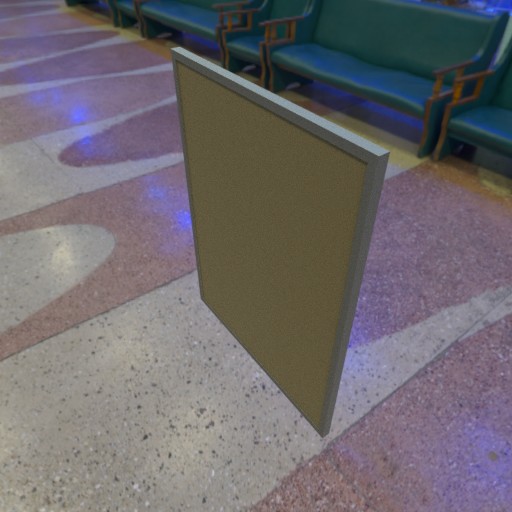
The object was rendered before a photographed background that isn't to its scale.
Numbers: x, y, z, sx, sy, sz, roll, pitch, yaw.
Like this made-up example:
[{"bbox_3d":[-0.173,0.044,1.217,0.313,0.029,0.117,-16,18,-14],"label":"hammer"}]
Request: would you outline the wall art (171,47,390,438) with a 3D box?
[{"bbox_3d":[0.000,0.000,1.382,0.034,1.042,0.789,-26,47,-27],"label":"wall art"}]
